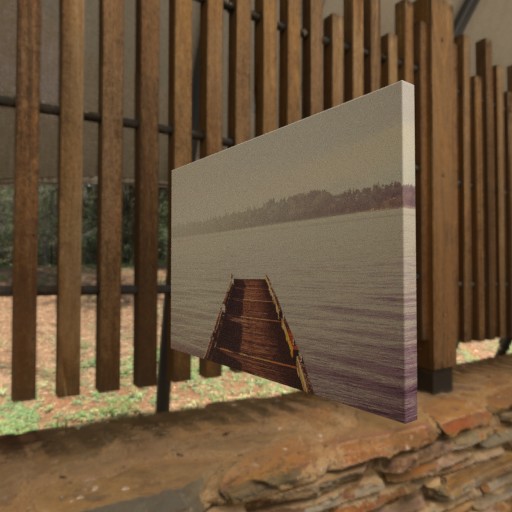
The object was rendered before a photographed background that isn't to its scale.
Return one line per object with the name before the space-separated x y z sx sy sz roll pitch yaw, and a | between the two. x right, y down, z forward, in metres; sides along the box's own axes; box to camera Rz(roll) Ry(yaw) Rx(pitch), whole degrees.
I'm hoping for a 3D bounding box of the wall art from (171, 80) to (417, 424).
wall art | 0.000 0.000 1.158 0.037 0.609 0.916 1 -2 -37
